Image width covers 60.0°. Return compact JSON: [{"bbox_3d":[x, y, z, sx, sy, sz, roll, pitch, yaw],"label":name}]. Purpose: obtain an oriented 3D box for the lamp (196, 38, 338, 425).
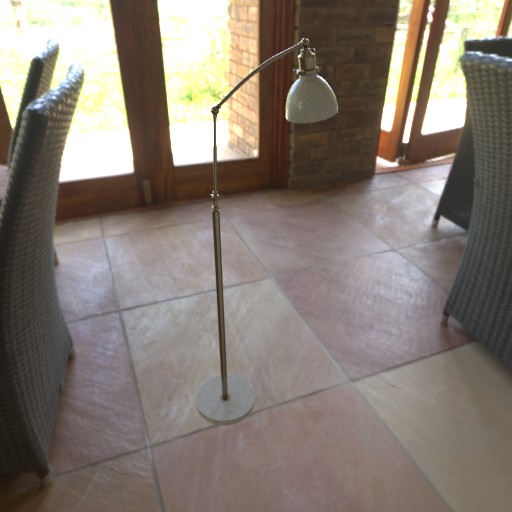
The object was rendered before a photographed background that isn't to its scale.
[{"bbox_3d":[0.000,0.000,1.802,0.599,1.586,0.288,-10,32,-16],"label":"lamp"}]
